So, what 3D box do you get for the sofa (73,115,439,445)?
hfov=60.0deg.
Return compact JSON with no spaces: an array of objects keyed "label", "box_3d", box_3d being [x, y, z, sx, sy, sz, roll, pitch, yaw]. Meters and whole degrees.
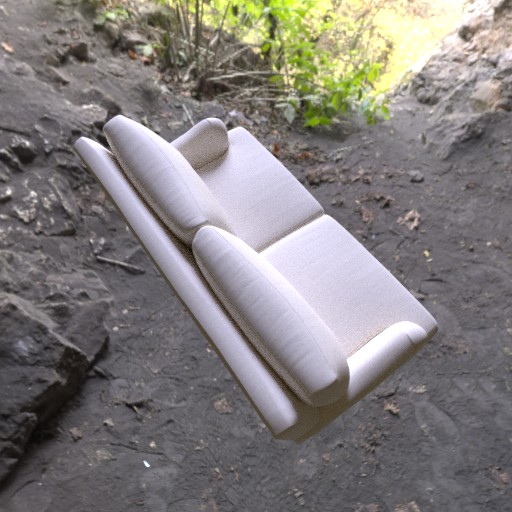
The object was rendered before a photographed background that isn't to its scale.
[{"label":"sofa","box_3d":[0.000,0.000,2.473,1.084,1.101,1.853,-32,64,-17]}]
